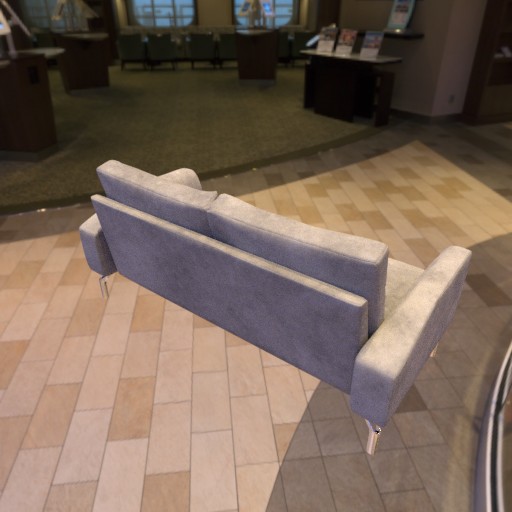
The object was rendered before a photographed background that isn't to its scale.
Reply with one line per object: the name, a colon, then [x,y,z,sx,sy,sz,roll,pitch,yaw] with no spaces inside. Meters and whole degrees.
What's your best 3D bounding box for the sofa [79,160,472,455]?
sofa: [0.000,0.000,2.270,1.837,0.859,0.849,21,36,32]
